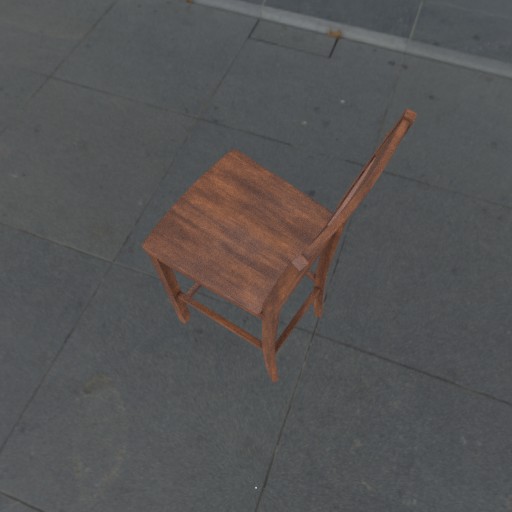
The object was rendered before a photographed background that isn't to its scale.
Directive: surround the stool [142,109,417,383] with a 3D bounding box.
[{"bbox_3d":[0.000,0.000,1.342,0.504,1.098,0.426,32,67,16],"label":"stool"}]
